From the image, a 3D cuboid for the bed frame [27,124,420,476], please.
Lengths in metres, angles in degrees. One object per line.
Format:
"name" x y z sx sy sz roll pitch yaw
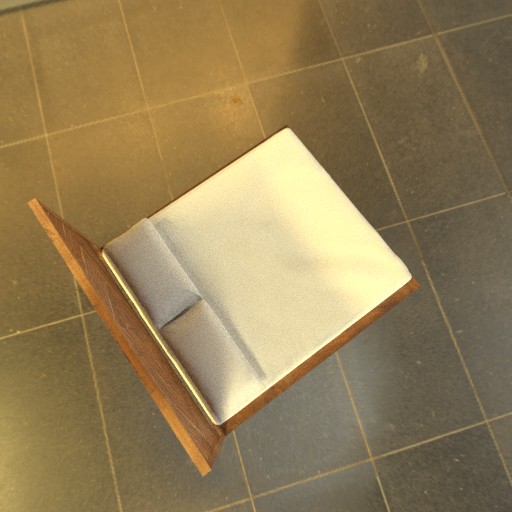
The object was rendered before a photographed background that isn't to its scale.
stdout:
"bed frame" 0.000 0.000 3.610 2.235 1.537 2.038 -35 79 -8
